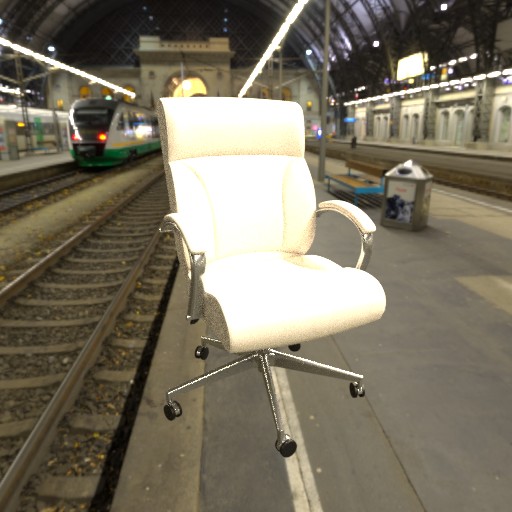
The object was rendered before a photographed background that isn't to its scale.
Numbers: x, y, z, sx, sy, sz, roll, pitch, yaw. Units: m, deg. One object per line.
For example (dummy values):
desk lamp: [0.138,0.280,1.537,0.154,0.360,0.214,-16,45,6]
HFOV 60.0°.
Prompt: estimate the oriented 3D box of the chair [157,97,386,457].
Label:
chair: [0.000,0.000,1.580,0.727,1.099,0.745,-8,17,-25]
